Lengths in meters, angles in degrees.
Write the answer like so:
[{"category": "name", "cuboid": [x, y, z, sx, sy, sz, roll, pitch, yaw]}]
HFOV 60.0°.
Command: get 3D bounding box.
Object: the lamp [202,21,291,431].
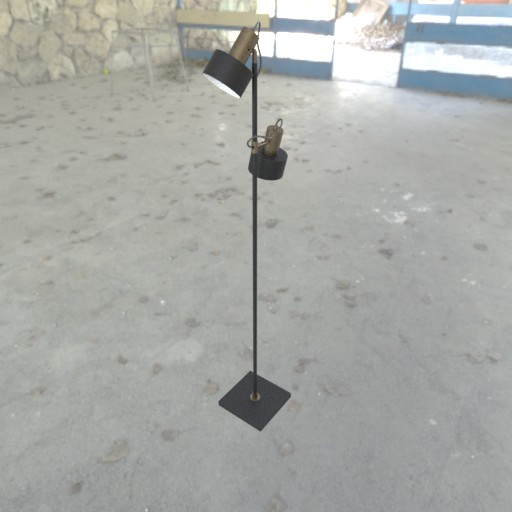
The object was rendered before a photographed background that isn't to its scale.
[{"category": "lamp", "cuboid": [0.000, 0.000, 1.608, 0.233, 1.505, 0.315, 21, 37, 31]}]
